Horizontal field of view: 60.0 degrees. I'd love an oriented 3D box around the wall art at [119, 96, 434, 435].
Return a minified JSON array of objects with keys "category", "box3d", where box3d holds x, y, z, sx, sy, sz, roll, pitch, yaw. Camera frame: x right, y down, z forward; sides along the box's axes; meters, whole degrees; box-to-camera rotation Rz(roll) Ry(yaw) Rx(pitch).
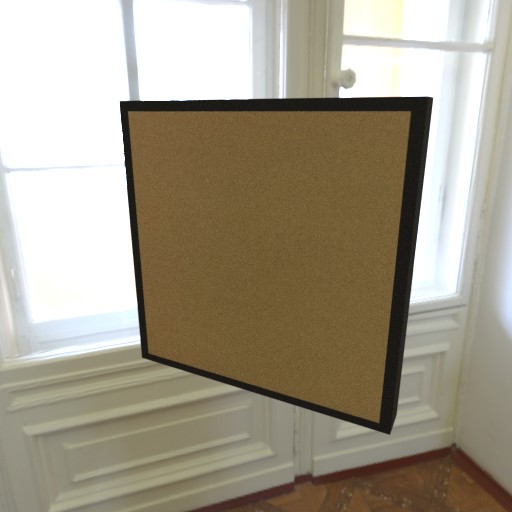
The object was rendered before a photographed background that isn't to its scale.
[{"category":"wall art","box3d":[0.000,0.000,0.456,0.305,0.304,0.033,9,20,26]}]
